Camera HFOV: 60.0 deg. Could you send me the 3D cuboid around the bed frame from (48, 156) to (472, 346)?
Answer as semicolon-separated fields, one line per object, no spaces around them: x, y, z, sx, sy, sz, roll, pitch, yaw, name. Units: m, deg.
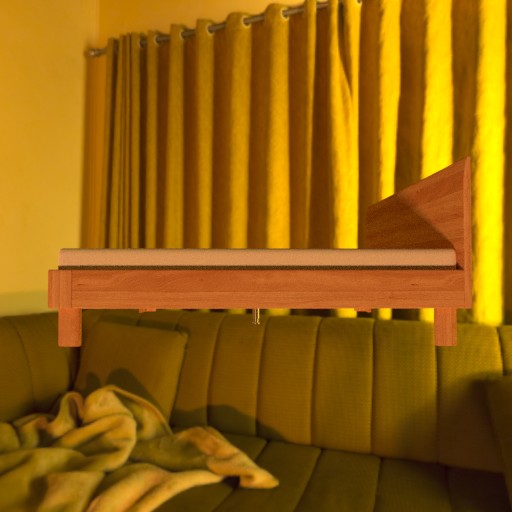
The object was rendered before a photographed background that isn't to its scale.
0.000;0.000;3.093;2.092;0.940;1.872;0;-1;-1;bed frame
